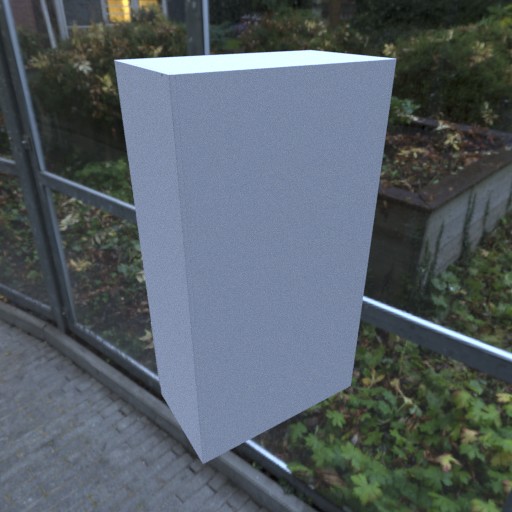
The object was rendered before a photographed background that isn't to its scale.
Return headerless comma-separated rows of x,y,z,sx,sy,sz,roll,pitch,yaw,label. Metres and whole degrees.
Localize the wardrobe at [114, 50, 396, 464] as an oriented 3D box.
0.000,0.000,2.220,0.991,1.808,0.577,-17,33,-28,wardrobe
